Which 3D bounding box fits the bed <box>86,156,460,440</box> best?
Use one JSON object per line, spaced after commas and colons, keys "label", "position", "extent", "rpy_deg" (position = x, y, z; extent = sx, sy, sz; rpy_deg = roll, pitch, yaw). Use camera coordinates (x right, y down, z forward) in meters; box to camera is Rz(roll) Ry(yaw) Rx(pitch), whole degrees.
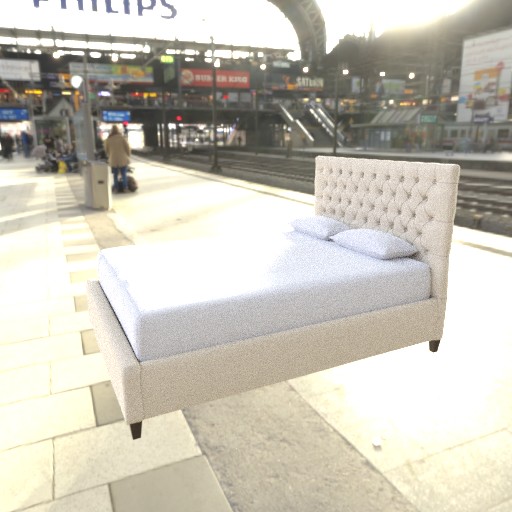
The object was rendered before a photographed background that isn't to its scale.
{"label": "bed", "position": [0.000, 0.000, 3.451], "extent": [2.387, 1.427, 1.698], "rpy_deg": [-7, 17, -26]}
